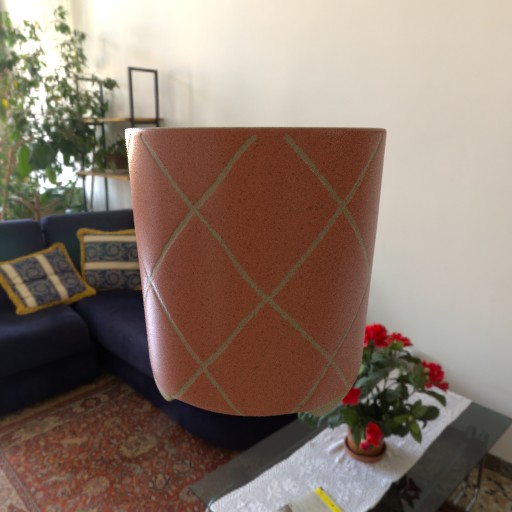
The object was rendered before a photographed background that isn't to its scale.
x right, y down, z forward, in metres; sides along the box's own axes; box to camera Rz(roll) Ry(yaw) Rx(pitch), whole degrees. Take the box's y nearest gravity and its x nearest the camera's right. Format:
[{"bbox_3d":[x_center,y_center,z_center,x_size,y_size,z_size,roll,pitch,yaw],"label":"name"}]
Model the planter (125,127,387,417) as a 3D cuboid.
[{"bbox_3d":[0.000,0.000,0.362,0.191,0.200,0.191,0,15,0],"label":"planter"}]
